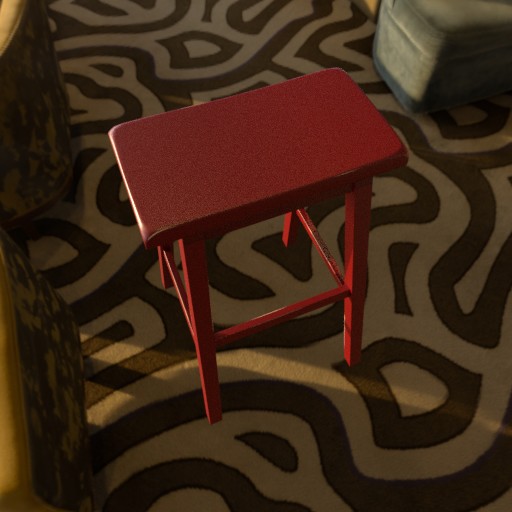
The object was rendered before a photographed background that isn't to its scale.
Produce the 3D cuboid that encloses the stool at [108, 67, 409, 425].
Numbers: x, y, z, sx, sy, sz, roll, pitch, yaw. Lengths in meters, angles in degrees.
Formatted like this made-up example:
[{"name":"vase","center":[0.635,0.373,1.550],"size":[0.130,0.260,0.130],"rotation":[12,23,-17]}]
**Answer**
[{"name":"stool","center":[0.000,0.000,1.040],"size":[0.457,0.737,0.476],"rotation":[-19,60,-11]}]
